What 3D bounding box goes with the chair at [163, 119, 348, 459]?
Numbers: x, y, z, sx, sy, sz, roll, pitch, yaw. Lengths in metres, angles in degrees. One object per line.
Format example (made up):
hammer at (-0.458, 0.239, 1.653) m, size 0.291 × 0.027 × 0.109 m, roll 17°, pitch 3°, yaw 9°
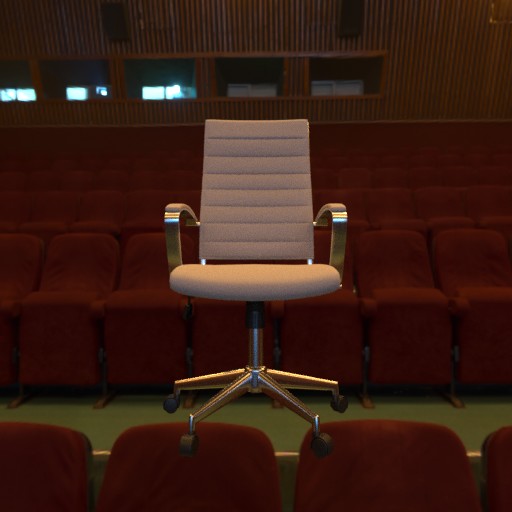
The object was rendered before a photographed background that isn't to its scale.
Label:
chair at (0.000, 0.000, 1.569) m, size 0.679 × 1.149 × 0.667 m, roll 0°, pitch 0°, yaw 0°
